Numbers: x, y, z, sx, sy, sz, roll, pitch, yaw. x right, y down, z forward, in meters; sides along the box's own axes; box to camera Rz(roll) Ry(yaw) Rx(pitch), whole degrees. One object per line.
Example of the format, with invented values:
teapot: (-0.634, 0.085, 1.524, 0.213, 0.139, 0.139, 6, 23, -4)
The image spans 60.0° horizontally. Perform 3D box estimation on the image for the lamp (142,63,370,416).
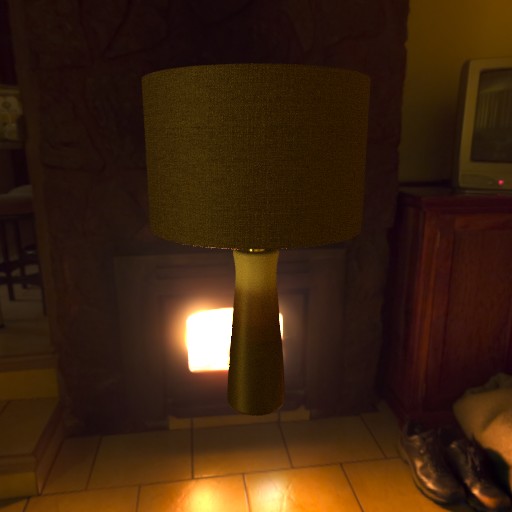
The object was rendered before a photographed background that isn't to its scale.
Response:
lamp: (0.000, 0.000, 0.664, 0.303, 0.488, 0.303, 0, 14, 0)
